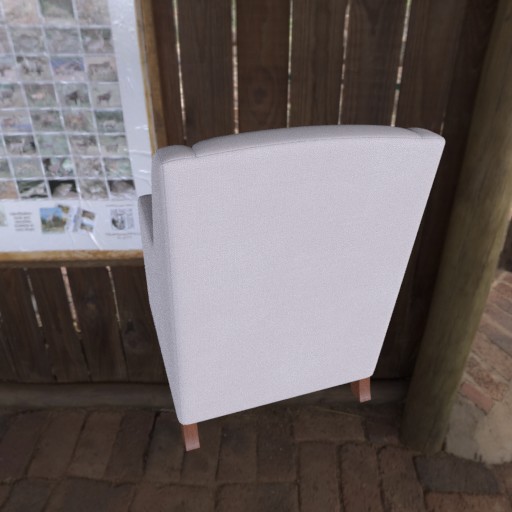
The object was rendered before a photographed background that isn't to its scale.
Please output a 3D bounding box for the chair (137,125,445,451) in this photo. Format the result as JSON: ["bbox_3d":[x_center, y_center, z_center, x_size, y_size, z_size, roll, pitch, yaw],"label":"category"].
[{"bbox_3d":[0.000,0.000,1.558,0.715,1.010,0.863,-9,28,-17],"label":"chair"}]
